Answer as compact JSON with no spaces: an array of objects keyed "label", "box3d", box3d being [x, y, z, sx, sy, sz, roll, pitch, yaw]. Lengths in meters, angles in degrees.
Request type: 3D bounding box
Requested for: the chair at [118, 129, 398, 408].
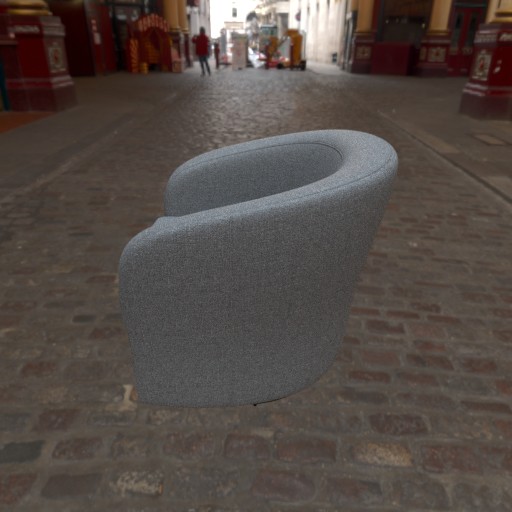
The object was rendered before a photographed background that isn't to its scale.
[{"label":"chair","box3d":[0.000,0.000,1.491,0.815,0.771,0.791,0,26,0]}]
